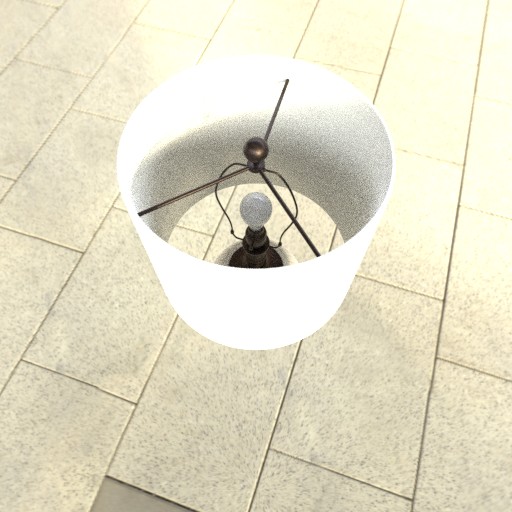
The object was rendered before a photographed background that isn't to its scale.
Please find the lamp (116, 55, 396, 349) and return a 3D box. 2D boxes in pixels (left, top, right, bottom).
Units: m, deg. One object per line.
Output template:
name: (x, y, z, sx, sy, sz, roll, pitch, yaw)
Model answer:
lamp: (0.000, 0.000, 0.763, 0.328, 0.570, 0.328, 0, 62, 0)
